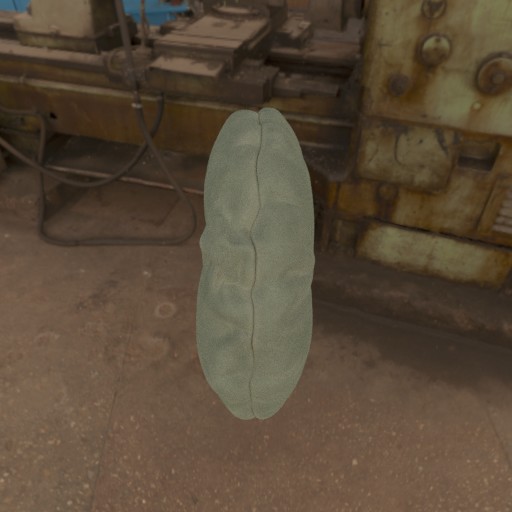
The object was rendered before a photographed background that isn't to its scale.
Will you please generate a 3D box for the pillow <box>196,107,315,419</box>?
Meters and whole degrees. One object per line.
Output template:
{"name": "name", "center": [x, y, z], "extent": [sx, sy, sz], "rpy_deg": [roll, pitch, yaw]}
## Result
{"name": "pillow", "center": [0.000, 0.000, 0.647], "extent": [0.148, 0.407, 0.428], "rpy_deg": [0, 42, 1]}
